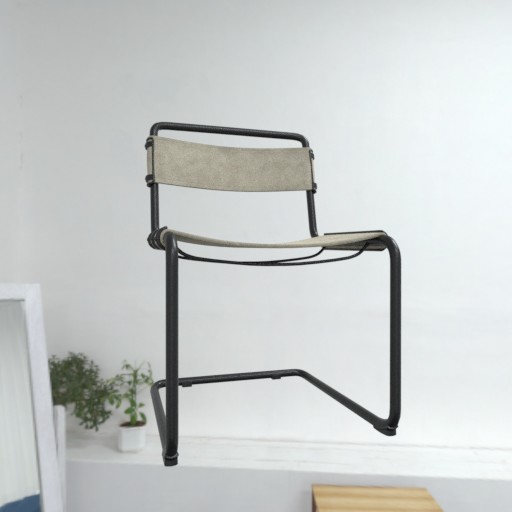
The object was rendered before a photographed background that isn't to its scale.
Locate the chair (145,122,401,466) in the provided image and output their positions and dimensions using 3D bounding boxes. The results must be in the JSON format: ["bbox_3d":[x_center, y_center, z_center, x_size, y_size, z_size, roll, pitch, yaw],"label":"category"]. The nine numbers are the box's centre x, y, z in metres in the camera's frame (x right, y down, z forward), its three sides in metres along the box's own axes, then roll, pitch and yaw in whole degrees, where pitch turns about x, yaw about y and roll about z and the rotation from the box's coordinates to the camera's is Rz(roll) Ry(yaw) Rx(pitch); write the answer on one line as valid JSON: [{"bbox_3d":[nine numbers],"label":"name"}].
[{"bbox_3d":[0.000,0.000,1.063,0.499,0.747,0.497,0,0,-17],"label":"chair"}]
